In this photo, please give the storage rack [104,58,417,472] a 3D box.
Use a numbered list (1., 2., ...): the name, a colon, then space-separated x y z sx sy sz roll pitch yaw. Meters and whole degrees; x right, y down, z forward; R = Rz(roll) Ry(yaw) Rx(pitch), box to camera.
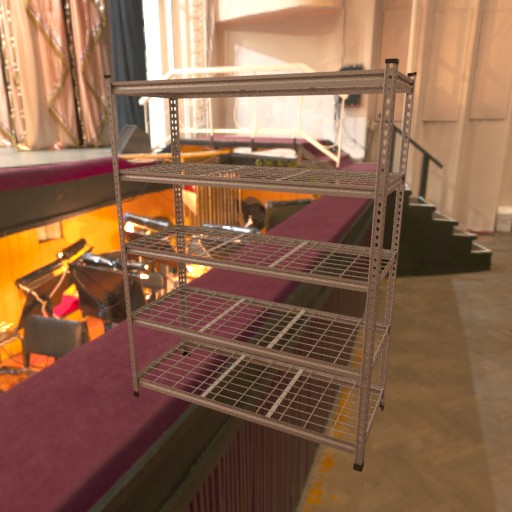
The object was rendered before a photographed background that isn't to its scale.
1. storage rack: 0.000 0.000 2.596 1.524 1.981 0.610 8 19 25
